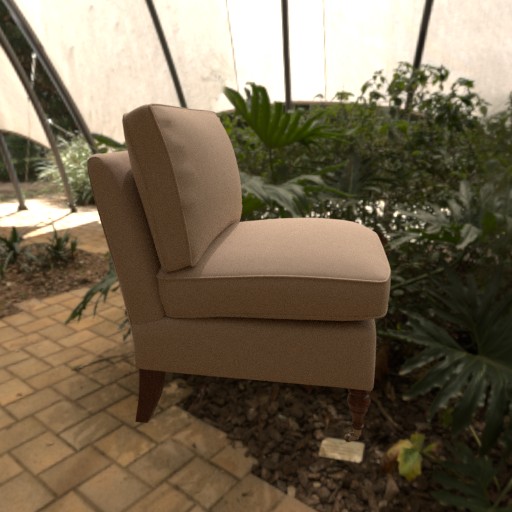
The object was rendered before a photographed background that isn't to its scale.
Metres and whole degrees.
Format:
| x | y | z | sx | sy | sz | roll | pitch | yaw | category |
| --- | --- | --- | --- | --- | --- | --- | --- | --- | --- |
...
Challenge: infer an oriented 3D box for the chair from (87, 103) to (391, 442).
| x | y | z | sx | sy | sz | roll | pitch | yaw | category |
| --- | --- | --- | --- | --- | --- | --- | --- | --- | --- |
| 0.000 | 0.000 | 1.652 | 0.912 | 1.052 | 0.724 | 3 | 16 | 9 | chair |
